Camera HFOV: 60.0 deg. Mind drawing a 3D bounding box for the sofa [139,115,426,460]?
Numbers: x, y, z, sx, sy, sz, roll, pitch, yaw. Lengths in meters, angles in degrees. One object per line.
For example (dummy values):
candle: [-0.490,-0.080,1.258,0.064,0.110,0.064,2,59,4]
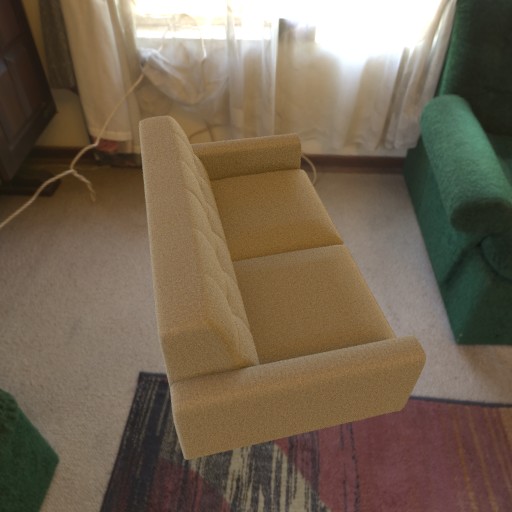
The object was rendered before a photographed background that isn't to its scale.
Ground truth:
sofa: [0.000,0.000,2.206,0.952,0.925,1.651,-9,45,-9]
